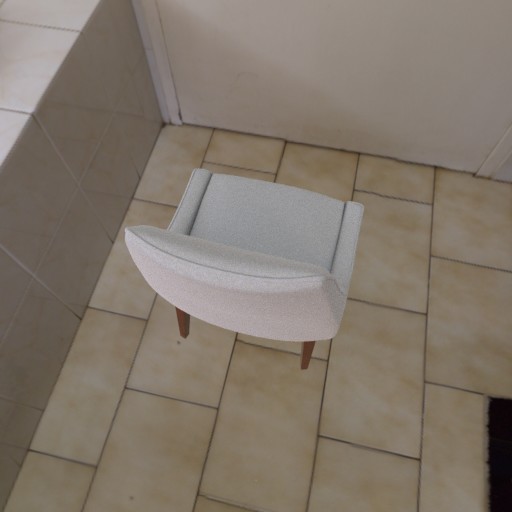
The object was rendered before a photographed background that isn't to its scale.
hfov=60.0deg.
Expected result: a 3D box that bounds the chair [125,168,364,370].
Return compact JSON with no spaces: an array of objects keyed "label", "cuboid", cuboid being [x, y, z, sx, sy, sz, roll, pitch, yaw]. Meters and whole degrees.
[{"label":"chair","cuboid":[0.000,0.000,1.211,0.529,0.861,0.544,13,64,7]}]
